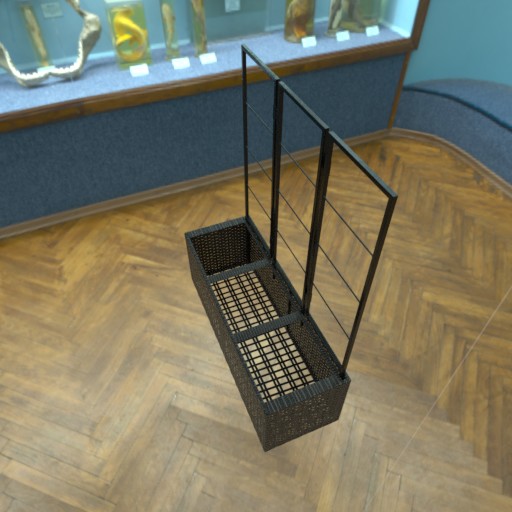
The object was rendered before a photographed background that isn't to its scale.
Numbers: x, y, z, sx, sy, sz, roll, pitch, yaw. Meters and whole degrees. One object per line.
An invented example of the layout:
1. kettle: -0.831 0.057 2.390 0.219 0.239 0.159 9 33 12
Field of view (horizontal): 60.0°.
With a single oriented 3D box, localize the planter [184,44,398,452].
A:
1. planter: 0.000 0.000 1.200 0.244 0.841 0.699 -17 49 -15
